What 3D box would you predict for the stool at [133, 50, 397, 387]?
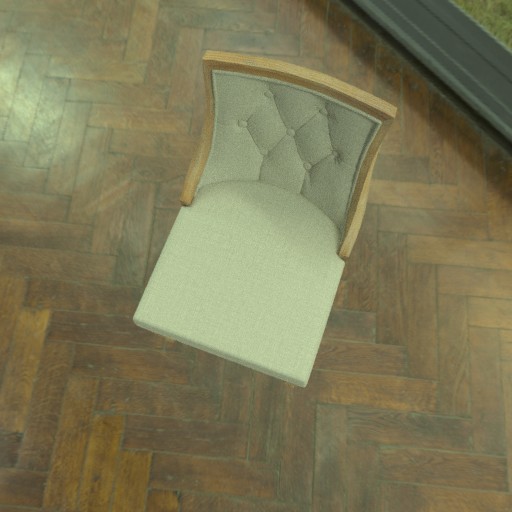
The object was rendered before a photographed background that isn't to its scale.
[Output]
[{"bbox_3d":[0.000,0.000,1.331,0.524,0.938,0.626,19,75,5],"label":"stool"}]
